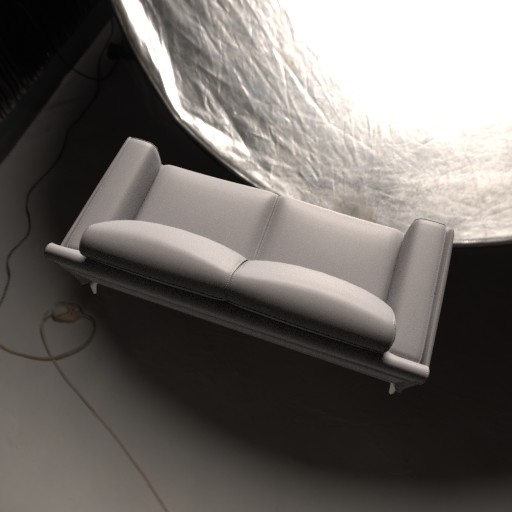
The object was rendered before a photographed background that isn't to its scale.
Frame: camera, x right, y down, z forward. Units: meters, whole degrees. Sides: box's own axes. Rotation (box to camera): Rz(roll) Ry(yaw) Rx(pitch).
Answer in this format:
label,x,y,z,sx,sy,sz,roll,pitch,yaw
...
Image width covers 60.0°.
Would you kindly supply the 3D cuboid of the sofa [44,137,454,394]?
label,x,y,z,sx,sy,sz,roll,pitch,yaw
sofa,0.000,0.000,2.591,2.100,0.900,0.969,17,65,8
